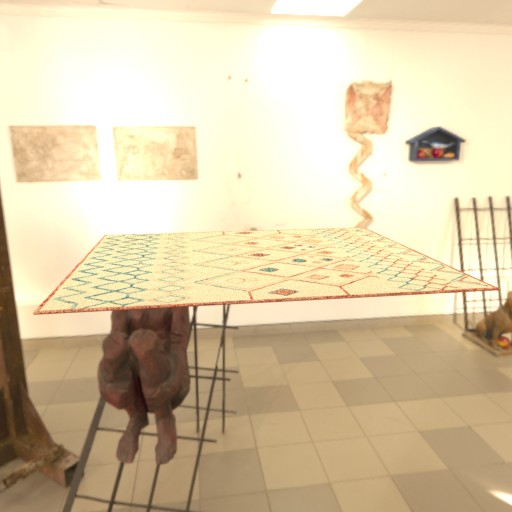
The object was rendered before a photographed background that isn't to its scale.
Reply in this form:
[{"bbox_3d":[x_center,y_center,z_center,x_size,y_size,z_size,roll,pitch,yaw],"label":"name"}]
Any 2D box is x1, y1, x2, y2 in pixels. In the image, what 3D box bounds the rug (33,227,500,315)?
[{"bbox_3d":[0.000,0.000,4.013,3.050,0.016,2.441,-2,14,-8],"label":"rug"}]
